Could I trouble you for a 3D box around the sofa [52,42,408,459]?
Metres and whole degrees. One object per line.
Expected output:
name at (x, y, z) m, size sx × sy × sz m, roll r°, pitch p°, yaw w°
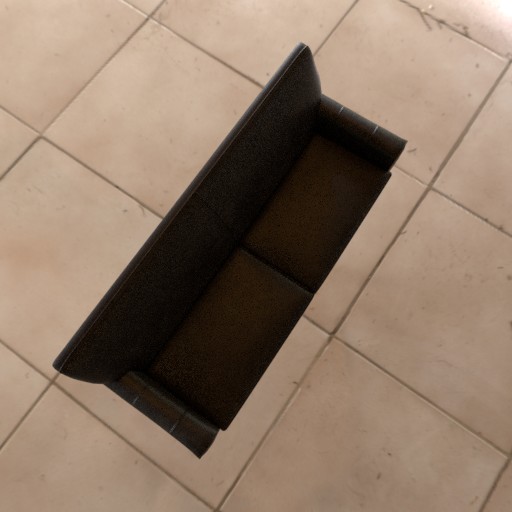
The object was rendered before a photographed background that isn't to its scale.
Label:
sofa at (0.000, 0.000, 2.540) m, size 0.805 × 0.947 × 2.053 m, roll 33°, pitch 78°, yaw 8°
